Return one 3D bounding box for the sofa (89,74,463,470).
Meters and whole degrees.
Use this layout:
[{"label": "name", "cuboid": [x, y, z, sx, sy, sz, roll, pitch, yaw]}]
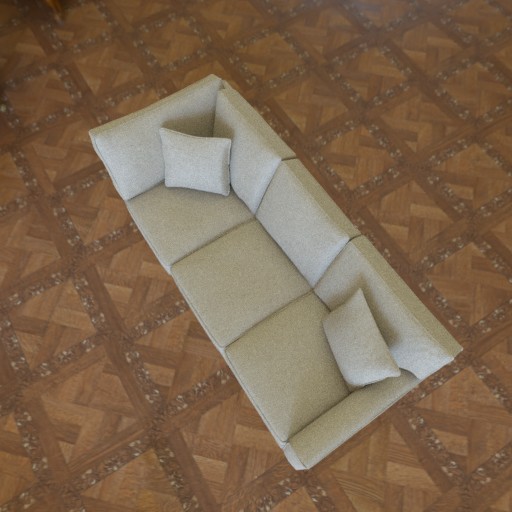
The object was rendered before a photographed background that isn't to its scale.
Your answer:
[{"label": "sofa", "cuboid": [0.000, 0.000, 2.816, 1.053, 0.948, 2.323, -31, 67, -14]}]
